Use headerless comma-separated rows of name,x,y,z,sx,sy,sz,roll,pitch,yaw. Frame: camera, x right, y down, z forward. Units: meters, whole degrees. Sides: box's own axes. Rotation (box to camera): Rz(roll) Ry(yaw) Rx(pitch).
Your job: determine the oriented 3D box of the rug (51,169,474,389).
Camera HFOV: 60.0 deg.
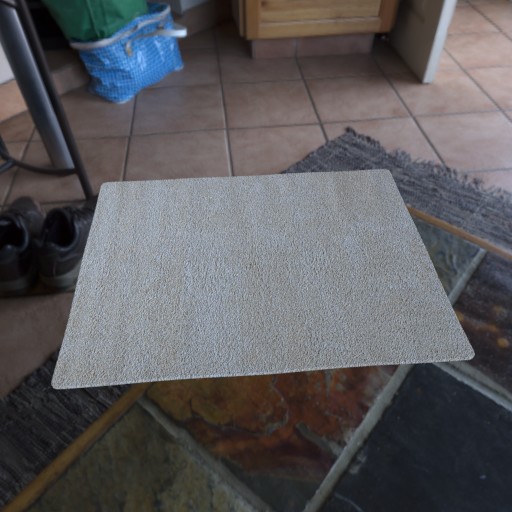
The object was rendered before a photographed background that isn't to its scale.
rug,0.000,0.000,2.066,1.600,0.025,1.199,-3,48,-3
